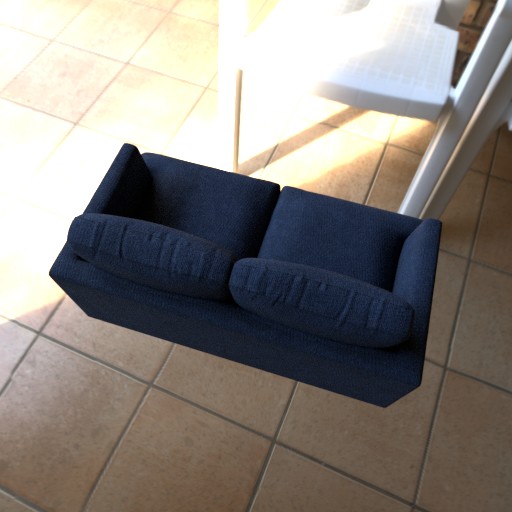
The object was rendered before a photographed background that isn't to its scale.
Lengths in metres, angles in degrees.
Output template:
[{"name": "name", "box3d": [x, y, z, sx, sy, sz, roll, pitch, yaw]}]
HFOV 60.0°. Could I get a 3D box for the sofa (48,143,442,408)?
[{"name": "sofa", "box3d": [0.000, 0.000, 2.120, 1.582, 0.944, 0.903, 15, 63, 8]}]
